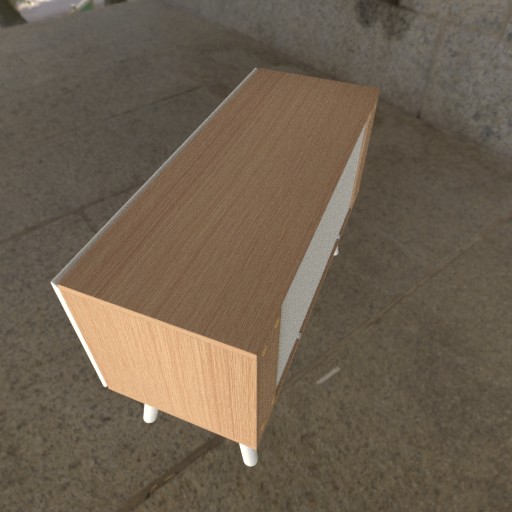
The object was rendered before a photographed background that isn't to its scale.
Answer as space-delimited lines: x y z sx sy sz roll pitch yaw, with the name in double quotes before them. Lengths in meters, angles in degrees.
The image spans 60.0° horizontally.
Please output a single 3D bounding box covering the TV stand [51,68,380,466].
"TV stand" 0.000 0.000 1.308 0.407 0.660 0.991 16 48 15
